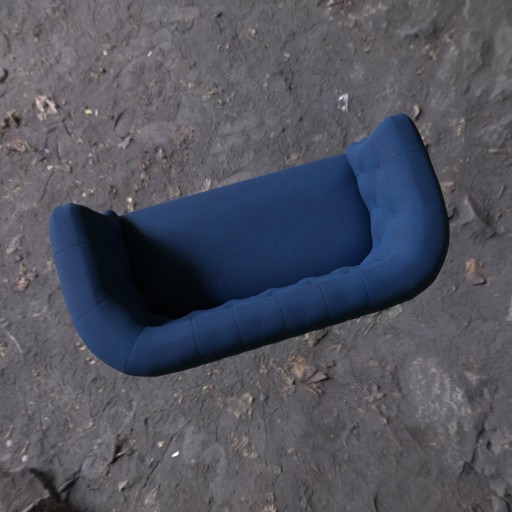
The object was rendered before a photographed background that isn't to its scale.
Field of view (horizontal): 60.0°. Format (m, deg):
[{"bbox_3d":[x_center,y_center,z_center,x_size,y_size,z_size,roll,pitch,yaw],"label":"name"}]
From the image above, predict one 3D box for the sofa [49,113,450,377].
[{"bbox_3d":[0.000,0.000,2.062,1.558,0.827,0.835,-16,77,-4],"label":"sofa"}]
